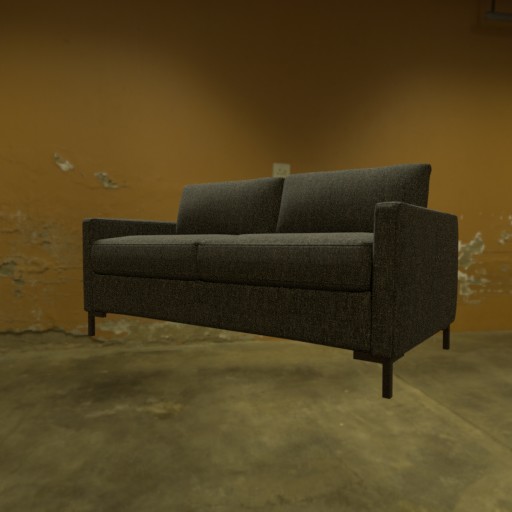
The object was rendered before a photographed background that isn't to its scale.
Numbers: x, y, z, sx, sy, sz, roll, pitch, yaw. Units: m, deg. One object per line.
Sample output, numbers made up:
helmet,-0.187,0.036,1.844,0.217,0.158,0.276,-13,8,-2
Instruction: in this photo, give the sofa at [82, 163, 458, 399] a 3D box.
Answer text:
sofa,0.000,0.000,2.197,1.716,0.862,0.866,1,2,36
